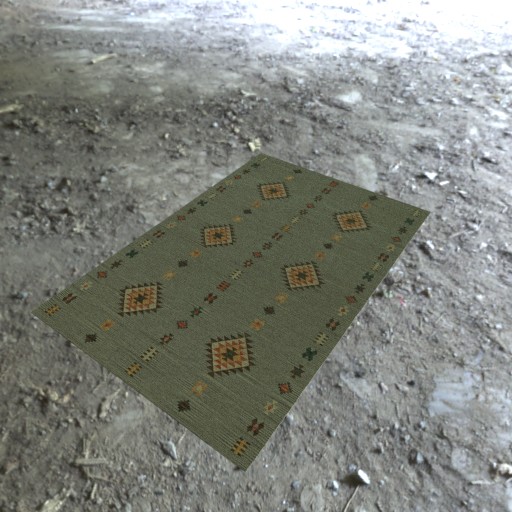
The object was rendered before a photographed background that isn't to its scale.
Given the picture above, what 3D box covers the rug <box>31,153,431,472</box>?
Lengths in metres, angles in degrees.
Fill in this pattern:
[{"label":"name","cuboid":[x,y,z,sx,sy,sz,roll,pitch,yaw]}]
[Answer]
[{"label":"rug","cuboid":[0.000,0.000,2.303,1.217,0.005,1.818,25,47,26]}]
